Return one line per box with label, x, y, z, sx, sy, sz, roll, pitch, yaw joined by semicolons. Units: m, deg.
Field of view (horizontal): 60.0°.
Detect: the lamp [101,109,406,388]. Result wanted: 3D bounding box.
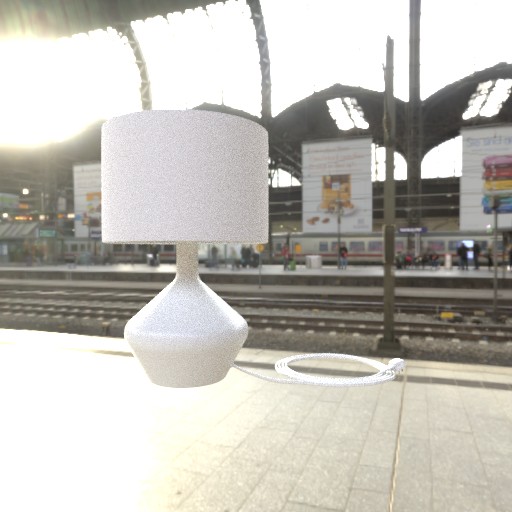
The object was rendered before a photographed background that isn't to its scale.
lamp;0.000;0.000;0.845;0.546;0.457;0.401;0;1;18
